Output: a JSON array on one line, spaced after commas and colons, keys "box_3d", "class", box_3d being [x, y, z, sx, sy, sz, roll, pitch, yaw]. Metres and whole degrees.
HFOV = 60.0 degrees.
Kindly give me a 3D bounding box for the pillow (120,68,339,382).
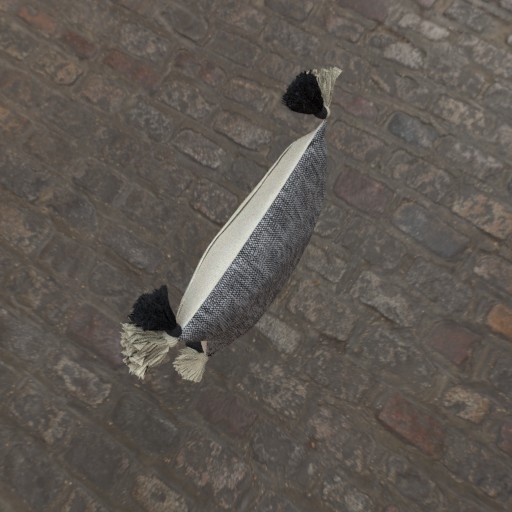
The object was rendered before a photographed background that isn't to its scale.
[{"box_3d": [0.000, 0.000, 0.984, 0.170, 0.659, 0.654, 32, 77, 8], "class": "pillow"}]
